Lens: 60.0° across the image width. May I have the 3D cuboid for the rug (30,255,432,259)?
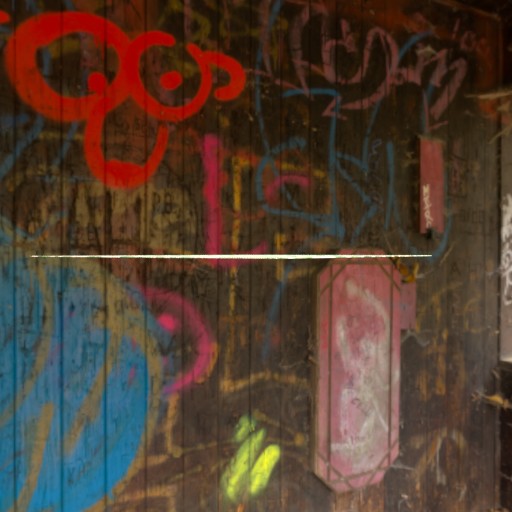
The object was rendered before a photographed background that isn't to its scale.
[{"bbox_3d":[0.000,0.000,4.204,2.436,0.007,3.045,0,0,36],"label":"rug"}]
